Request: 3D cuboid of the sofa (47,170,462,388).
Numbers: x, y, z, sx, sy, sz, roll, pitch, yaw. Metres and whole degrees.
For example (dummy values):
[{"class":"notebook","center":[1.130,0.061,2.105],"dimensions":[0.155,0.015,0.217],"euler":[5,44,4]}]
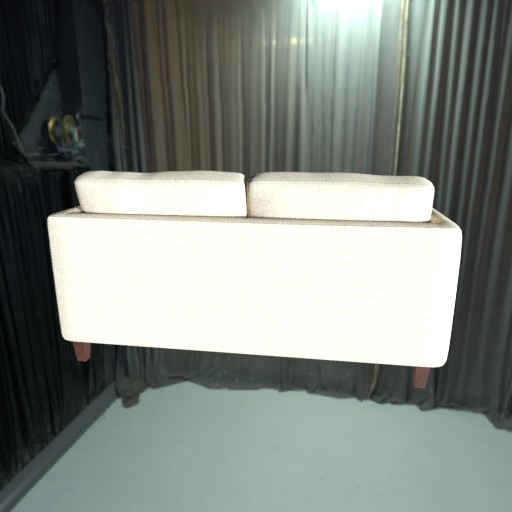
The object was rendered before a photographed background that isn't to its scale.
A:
[{"class":"sofa","center":[0.000,0.000,2.453],"dimensions":[1.884,0.963,0.950],"euler":[2,16,8]}]
